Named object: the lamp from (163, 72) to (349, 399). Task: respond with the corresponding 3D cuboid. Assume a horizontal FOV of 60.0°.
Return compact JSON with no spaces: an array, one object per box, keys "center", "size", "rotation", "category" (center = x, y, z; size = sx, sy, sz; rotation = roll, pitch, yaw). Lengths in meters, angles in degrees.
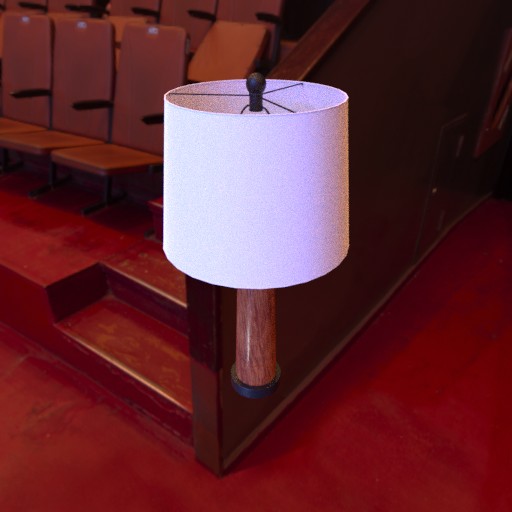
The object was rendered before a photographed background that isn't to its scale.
[{"center":[0.000,0.000,0.865],"size":[0.349,0.667,0.349],"rotation":[0,30,0],"category":"lamp"}]
